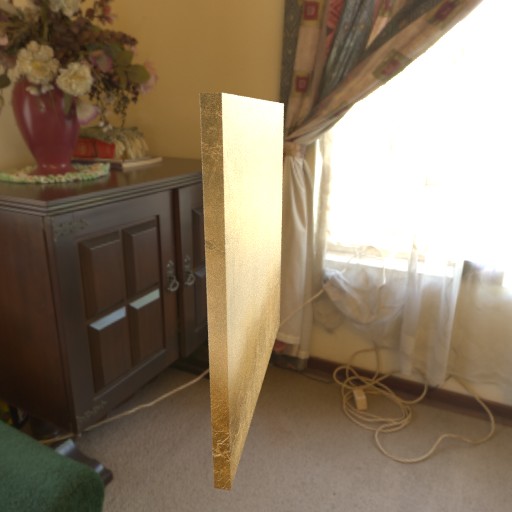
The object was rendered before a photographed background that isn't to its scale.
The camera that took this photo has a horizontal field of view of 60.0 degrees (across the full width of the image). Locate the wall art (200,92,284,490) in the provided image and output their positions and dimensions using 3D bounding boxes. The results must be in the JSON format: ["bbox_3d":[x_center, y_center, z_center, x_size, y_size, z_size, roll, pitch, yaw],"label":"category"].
[{"bbox_3d":[0.000,0.000,1.643,0.051,1.091,1.092,3,18,10],"label":"wall art"}]
